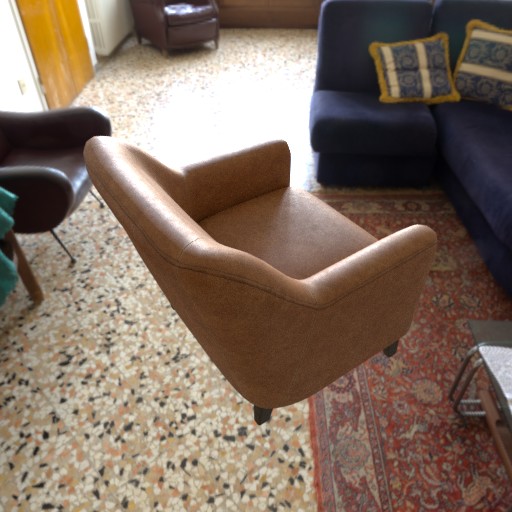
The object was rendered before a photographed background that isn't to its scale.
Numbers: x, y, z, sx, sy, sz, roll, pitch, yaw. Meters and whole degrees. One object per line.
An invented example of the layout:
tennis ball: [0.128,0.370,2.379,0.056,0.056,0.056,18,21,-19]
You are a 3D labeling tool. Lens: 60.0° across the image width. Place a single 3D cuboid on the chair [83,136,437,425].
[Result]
chair: [0.000,0.000,1.839,1.034,0.980,1.037,-24,46,-26]
